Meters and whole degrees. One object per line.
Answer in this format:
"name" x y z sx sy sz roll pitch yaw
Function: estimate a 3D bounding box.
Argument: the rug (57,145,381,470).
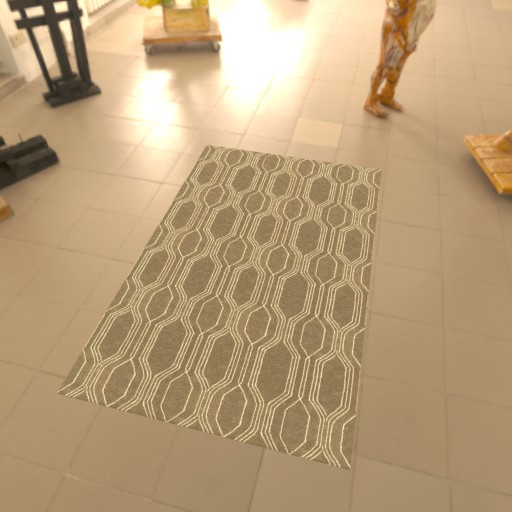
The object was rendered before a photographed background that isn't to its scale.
"rug" 0.000 0.000 3.026 1.541 0.012 2.457 11 47 10
